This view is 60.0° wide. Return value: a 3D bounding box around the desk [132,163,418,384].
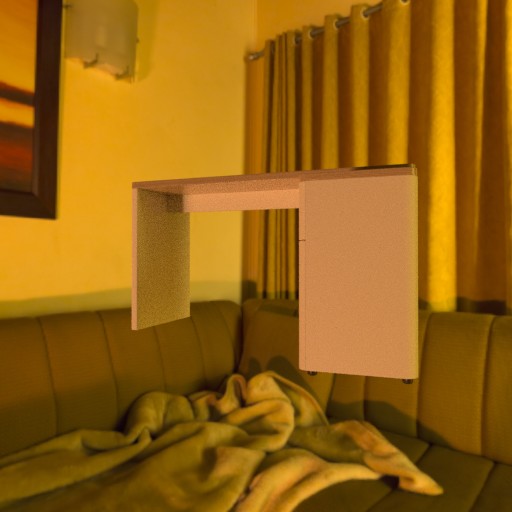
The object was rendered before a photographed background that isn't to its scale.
[{"bbox_3d":[0.000,0.000,2.063,1.400,0.770,1.175,0,0,19],"label":"desk"}]
